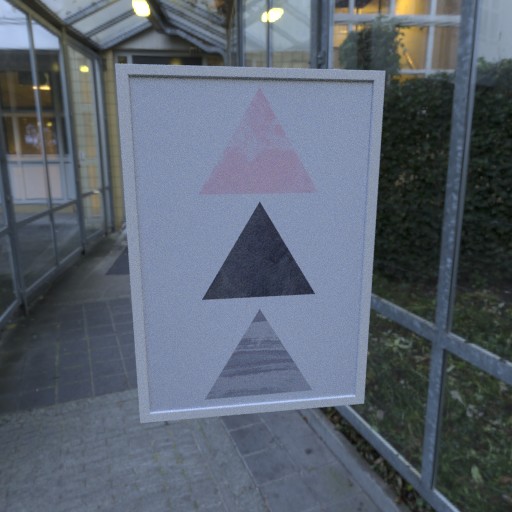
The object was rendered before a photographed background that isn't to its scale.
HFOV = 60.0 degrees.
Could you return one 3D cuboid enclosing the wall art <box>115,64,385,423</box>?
[{"bbox_3d":[0.000,0.000,1.187,0.659,0.940,0.013,-2,14,-8],"label":"wall art"}]
